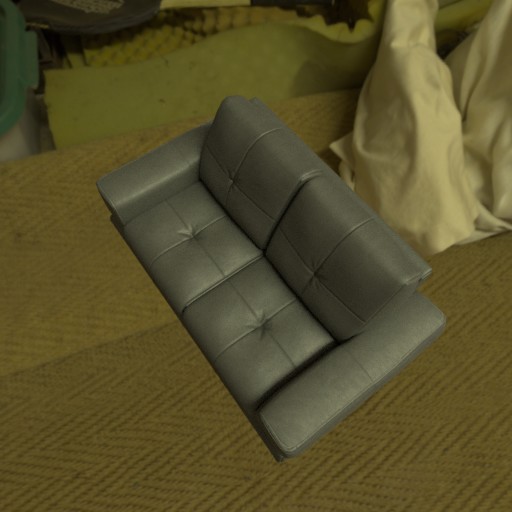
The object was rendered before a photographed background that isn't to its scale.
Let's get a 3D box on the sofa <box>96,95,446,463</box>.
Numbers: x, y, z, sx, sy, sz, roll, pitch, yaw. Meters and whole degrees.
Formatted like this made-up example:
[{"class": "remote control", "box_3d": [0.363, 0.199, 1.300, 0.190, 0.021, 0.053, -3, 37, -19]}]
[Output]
[{"class": "sofa", "box_3d": [0.000, 0.000, 2.380, 1.018, 0.907, 1.806, -33, 67, -16]}]
